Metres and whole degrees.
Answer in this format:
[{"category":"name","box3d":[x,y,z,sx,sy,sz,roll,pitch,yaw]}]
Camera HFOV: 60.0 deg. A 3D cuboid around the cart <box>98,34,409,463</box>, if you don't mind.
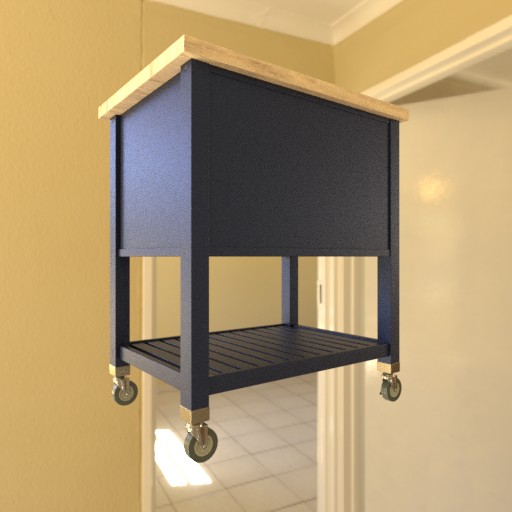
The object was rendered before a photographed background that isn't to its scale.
[{"category":"cart","box3d":[0.000,0.000,1.386,0.797,0.920,0.567,0,0,-37]}]
